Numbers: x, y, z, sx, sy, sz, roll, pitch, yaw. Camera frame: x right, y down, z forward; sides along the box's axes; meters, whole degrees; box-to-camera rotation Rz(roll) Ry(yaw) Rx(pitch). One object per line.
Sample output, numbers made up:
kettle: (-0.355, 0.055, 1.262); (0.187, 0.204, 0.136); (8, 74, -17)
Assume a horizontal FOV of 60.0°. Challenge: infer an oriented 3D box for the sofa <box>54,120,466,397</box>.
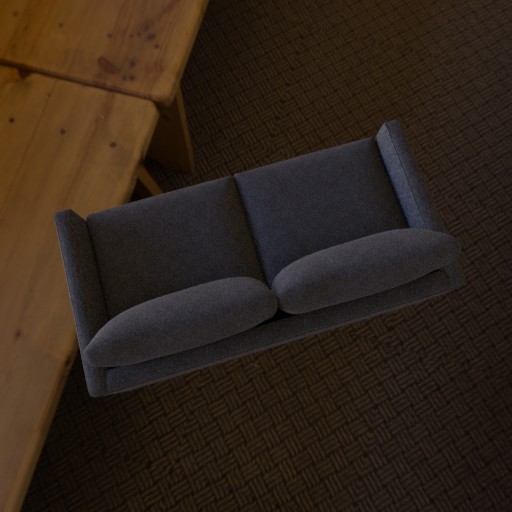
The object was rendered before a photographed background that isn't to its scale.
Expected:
sofa: (0.000, 0.000, 2.167); (1.716, 0.862, 0.866); (-16, 77, -4)
